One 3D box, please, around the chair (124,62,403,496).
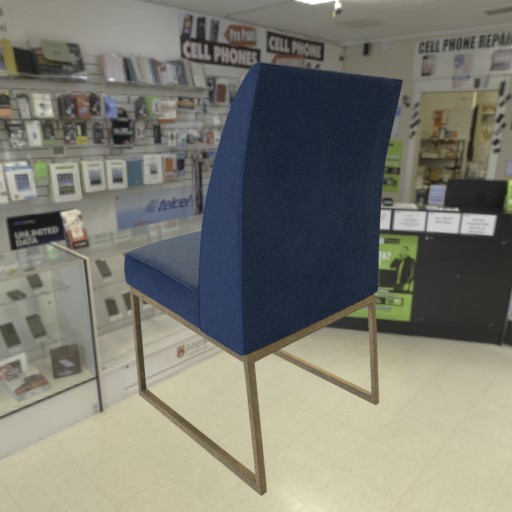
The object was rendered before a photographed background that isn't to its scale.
[{"bbox_3d":[0.000,0.000,1.161,0.508,0.863,0.522,-16,23,-42],"label":"chair"}]
